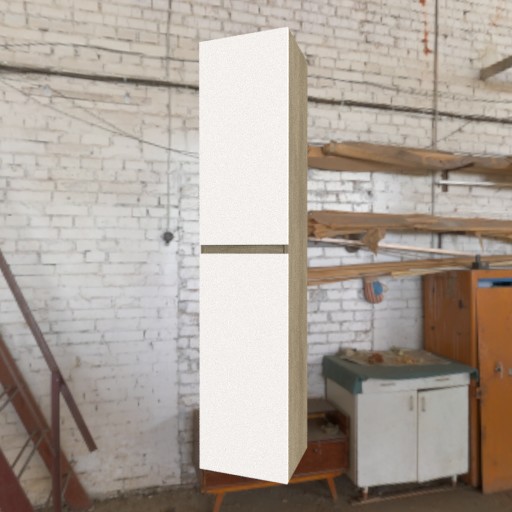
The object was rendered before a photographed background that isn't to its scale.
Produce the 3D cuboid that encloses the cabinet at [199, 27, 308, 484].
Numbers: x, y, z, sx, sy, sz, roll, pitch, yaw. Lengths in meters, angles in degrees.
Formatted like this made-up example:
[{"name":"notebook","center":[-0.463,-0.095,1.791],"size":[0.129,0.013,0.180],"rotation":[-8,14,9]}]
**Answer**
[{"name":"cabinet","center":[0.000,0.000,1.533],"size":[0.300,1.400,0.270],"rotation":[0,1,19]}]
